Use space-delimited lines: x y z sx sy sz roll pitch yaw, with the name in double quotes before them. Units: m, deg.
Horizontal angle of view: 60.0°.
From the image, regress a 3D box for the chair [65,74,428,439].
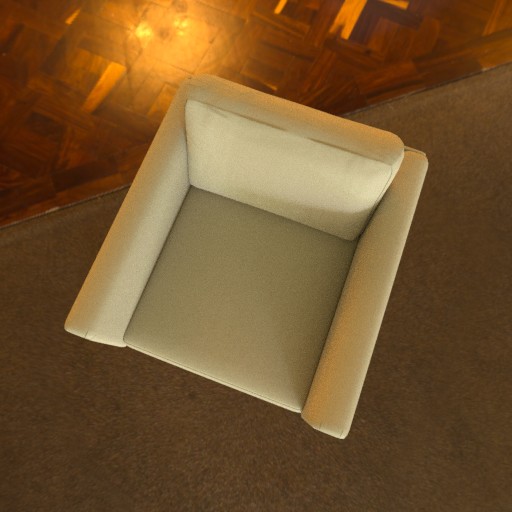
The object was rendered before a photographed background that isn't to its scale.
"chair" 0.000 0.000 1.636 0.914 0.838 0.959 20 76 5
